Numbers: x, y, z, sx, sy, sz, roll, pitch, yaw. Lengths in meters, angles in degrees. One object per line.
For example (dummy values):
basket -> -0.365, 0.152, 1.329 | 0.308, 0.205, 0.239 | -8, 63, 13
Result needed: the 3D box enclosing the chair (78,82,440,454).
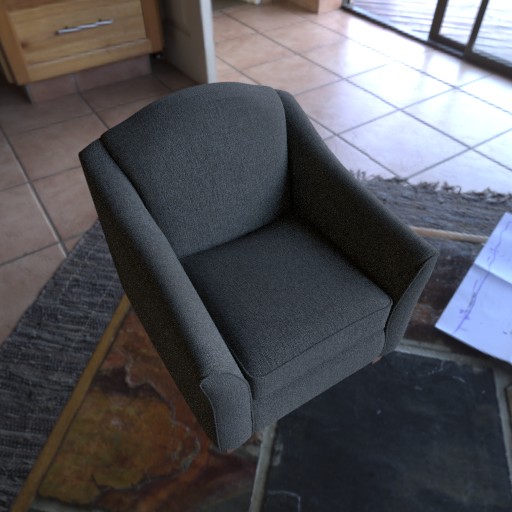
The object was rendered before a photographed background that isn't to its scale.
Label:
chair -> 0.000, 0.000, 1.411 | 0.763, 0.839, 0.787 | -24, 50, -22
